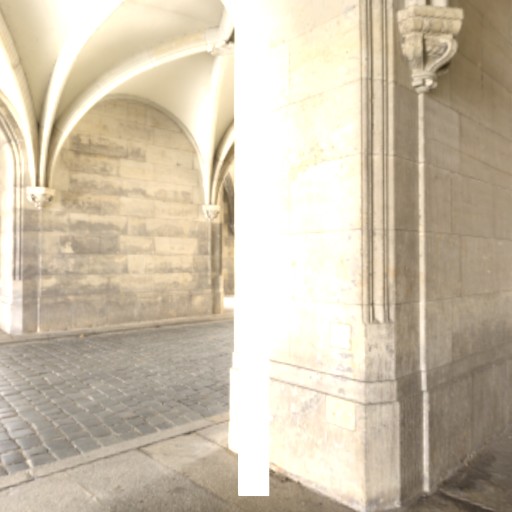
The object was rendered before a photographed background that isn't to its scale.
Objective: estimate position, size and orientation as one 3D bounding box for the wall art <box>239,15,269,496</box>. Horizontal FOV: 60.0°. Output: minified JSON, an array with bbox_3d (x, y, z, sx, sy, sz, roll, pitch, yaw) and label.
[{"bbox_3d":[0.000,0.000,0.770,0.038,0.608,0.418,0,-1,1],"label":"wall art"}]
